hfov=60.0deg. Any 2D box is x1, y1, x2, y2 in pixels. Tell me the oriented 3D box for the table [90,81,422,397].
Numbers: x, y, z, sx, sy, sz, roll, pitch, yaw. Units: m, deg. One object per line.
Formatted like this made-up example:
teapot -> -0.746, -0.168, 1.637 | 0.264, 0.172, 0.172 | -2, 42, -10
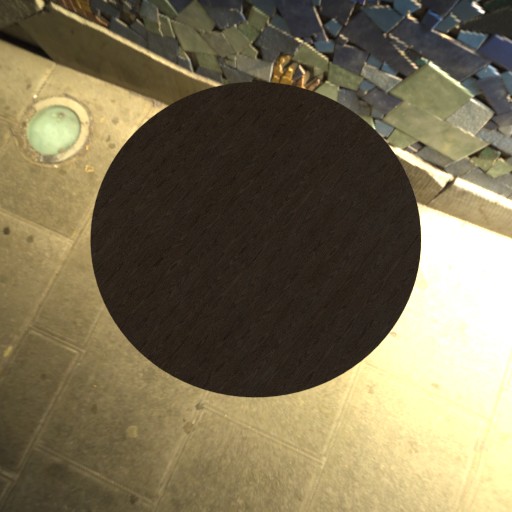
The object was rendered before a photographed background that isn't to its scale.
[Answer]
table -> 0.000, 0.000, 1.794 | 1.053, 0.786, 1.053 | 0, 75, 0
